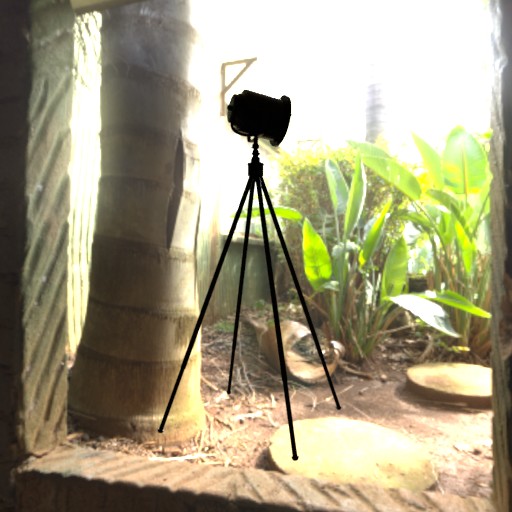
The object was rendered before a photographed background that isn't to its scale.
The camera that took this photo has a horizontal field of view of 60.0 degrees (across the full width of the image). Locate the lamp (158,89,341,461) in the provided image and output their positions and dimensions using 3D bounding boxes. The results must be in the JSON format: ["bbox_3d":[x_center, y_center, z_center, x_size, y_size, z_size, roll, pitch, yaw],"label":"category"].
[{"bbox_3d":[0.000,0.000,2.030,0.884,1.504,0.879,0,-1,-20],"label":"lamp"}]
